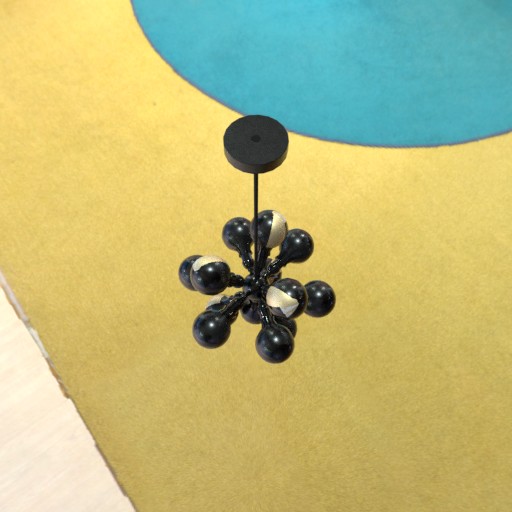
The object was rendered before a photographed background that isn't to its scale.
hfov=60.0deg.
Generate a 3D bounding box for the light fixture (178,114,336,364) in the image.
[{"bbox_3d":[0.000,0.000,1.123,0.468,0.859,0.420,12,63,6],"label":"light fixture"}]
